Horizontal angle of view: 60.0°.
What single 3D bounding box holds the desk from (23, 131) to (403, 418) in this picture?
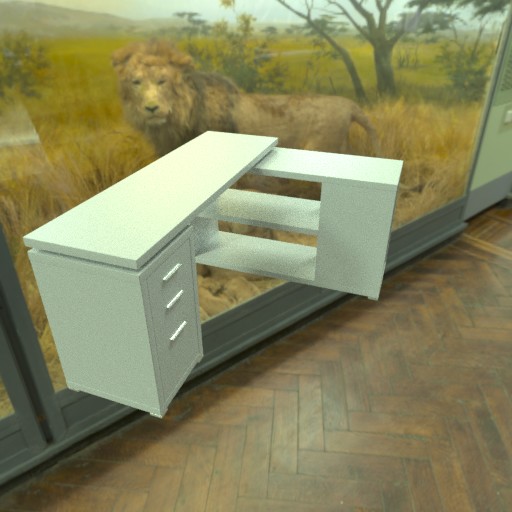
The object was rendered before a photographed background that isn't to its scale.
[{"bbox_3d":[0.000,0.000,2.194,1.200,0.753,1.524,10,32,17],"label":"desk"}]
